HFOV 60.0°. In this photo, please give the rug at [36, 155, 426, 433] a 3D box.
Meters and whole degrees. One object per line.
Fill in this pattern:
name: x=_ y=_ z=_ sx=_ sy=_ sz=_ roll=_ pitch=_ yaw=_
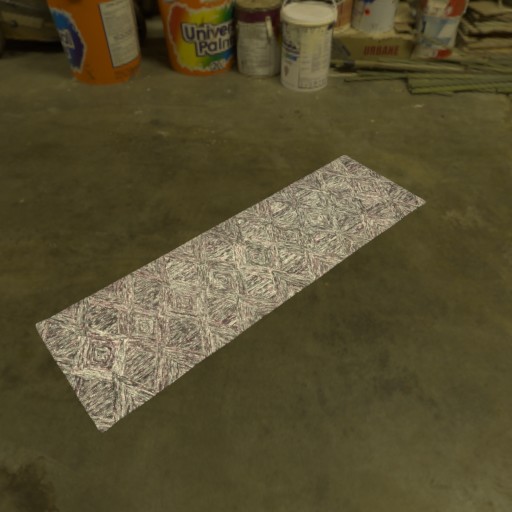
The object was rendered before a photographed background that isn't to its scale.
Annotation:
rug: x=0.000 y=0.000 z=2.537 sx=2.305 sy=0.013 sz=0.719 roll=-32 pitch=54 yaw=-27
